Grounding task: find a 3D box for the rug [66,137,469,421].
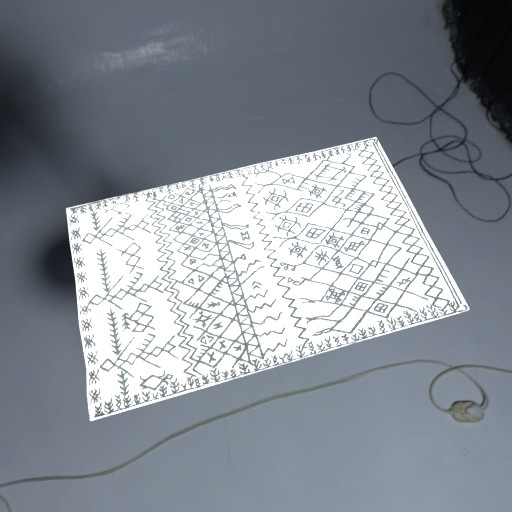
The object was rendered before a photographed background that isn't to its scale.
[{"bbox_3d":[0.000,0.000,3.057,2.444,0.012,1.530,-14,64,-7],"label":"rug"}]
